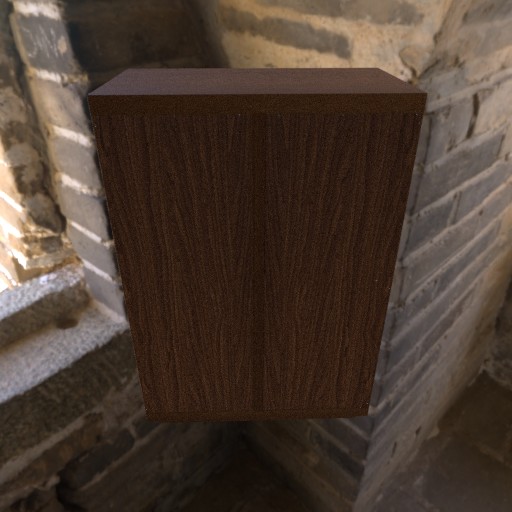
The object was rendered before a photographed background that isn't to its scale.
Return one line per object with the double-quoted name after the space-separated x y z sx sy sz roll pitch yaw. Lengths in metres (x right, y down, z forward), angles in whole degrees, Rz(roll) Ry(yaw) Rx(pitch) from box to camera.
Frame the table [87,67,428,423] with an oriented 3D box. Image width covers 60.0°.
0.000 0.000 1.722 0.901 1.294 0.524 -1 30 -2 "table"
